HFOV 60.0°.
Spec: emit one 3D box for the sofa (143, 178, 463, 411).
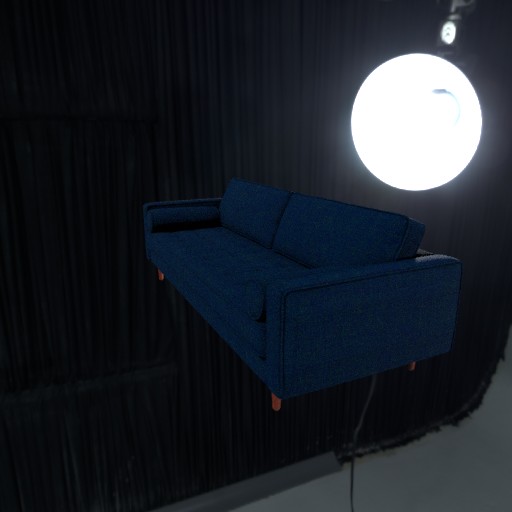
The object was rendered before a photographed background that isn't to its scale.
[{"bbox_3d":[0.000,0.000,2.689,0.914,0.762,2.210,-7,17,-25],"label":"sofa"}]
